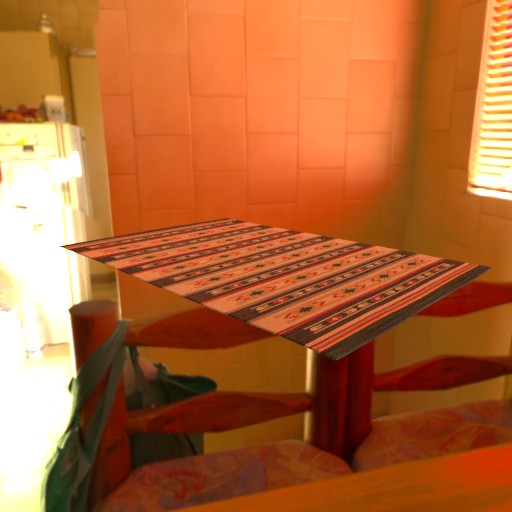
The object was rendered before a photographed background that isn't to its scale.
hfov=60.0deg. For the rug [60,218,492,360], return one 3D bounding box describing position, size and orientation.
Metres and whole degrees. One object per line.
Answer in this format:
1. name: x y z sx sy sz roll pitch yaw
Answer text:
1. rug: 0.000 0.000 2.217 1.825 0.009 1.221 14 21 43
